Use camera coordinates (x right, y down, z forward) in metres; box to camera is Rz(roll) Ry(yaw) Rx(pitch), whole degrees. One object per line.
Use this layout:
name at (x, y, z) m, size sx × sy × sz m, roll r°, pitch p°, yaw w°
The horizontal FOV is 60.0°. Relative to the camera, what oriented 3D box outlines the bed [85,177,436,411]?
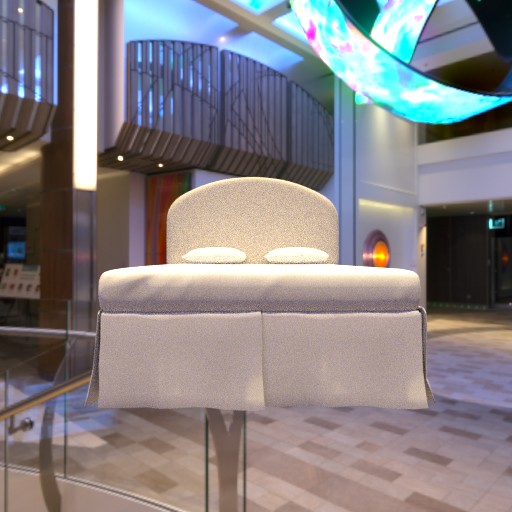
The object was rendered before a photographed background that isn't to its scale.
bed at (0.000, 0.000, 2.977) m, size 1.607 × 1.410 × 2.005 m, roll 0°, pitch 0°, yaw -2°
